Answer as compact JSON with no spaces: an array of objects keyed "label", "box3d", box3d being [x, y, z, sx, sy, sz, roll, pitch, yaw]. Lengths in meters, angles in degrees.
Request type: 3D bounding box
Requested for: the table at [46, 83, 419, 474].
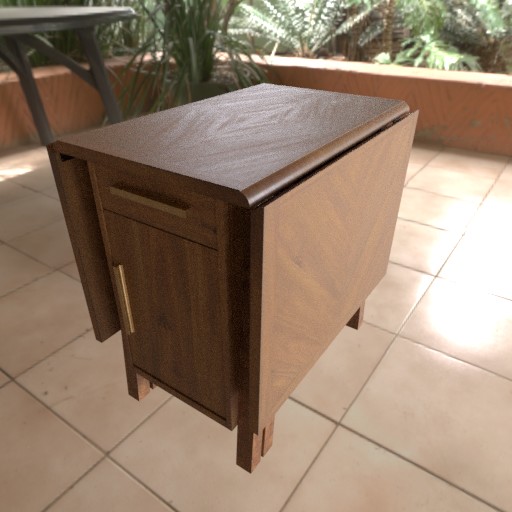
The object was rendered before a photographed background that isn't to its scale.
[{"label":"table","box3d":[0.000,0.000,1.598,0.701,0.981,0.967,20,36,29]}]
